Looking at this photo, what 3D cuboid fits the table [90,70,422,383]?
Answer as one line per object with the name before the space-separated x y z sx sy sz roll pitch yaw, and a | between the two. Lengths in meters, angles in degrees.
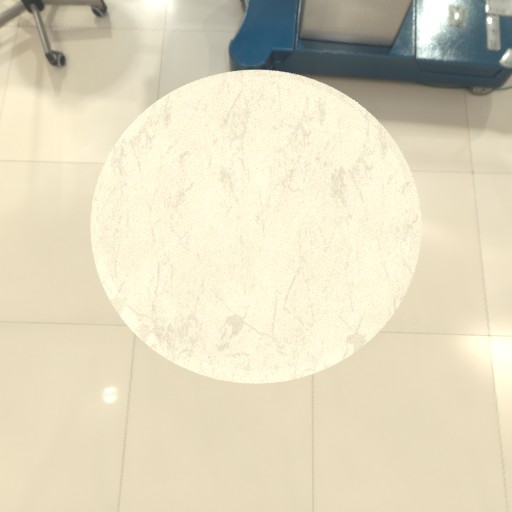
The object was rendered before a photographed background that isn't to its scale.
table | 0.000 0.000 0.757 0.407 0.447 0.407 0 76 0
